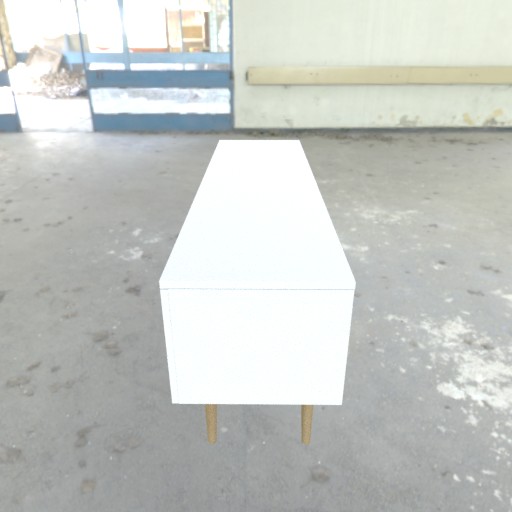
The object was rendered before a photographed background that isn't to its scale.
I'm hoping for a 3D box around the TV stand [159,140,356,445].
[{"bbox_3d":[0.000,0.000,1.610,0.401,0.560,1.398,0,26,1],"label":"TV stand"}]
